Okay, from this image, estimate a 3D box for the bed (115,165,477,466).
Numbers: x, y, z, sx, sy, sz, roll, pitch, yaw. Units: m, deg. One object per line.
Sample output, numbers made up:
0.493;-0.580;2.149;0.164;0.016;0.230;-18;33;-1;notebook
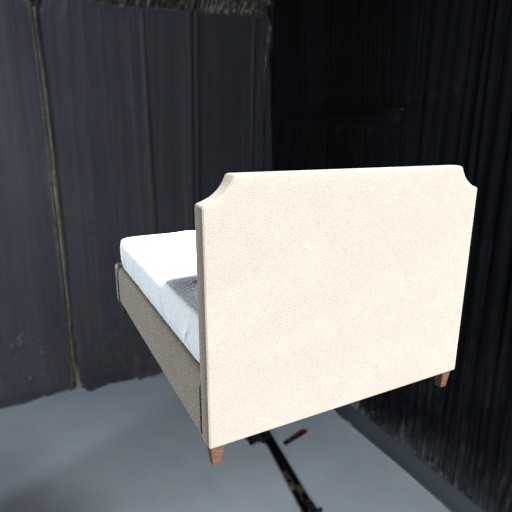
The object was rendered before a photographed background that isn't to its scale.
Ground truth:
0.000;0.000;3.334;1.703;1.415;2.329;-7;16;-26;bed
